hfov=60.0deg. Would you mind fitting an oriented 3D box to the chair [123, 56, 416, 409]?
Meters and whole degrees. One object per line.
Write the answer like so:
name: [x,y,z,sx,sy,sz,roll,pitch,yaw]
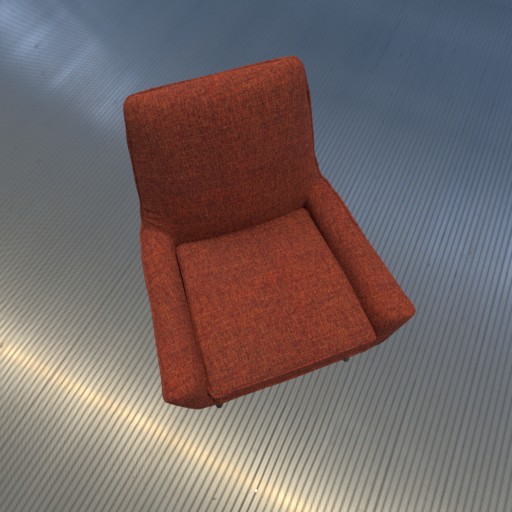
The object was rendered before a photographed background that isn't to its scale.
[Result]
chair: [0.000,0.000,1.479,0.803,0.911,0.784,-17,64,-9]
